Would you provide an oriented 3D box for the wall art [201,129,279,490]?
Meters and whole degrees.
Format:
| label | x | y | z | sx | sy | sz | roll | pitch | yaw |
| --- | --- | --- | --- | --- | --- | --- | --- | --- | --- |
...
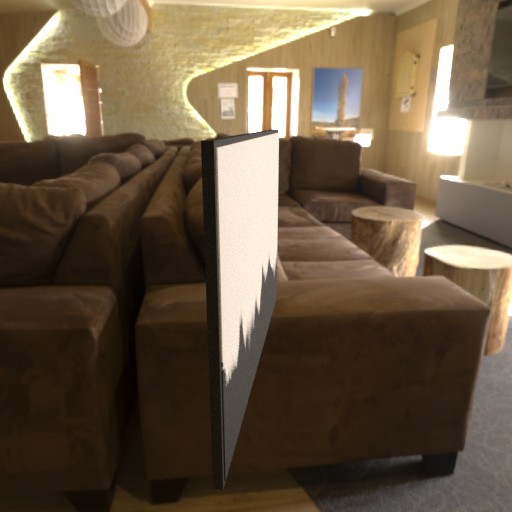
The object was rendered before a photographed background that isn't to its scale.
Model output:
| label | x | y | z | sx | sy | sz | roll | pitch | yaw |
| --- | --- | --- | --- | --- | --- | --- | --- | --- | --- |
| wall art | 0.000 | 0.000 | 1.500 | 0.028 | 0.805 | 1.190 | 3 | 17 | 8 |
